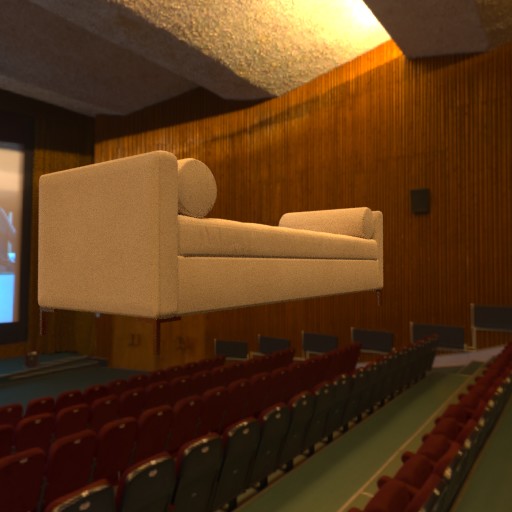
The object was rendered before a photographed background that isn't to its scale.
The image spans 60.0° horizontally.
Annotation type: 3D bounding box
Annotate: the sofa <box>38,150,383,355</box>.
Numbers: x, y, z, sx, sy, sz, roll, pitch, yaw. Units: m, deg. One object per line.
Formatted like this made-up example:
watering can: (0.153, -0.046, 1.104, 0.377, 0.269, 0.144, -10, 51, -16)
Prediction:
sofa: (0.000, 0.000, 2.329, 0.686, 0.635, 1.981, -1, -1, 35)
